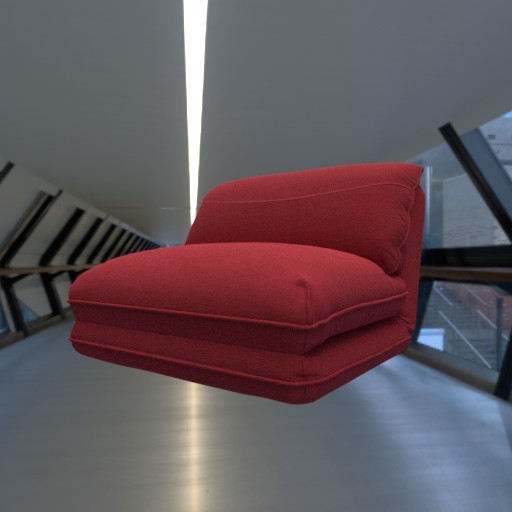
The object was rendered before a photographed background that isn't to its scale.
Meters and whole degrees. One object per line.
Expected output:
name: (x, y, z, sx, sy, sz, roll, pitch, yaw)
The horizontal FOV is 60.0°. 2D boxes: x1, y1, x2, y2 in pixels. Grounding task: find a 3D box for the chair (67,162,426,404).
chair: (0.000, 0.000, 1.324, 0.820, 0.580, 0.780, 0, 0, 36)
